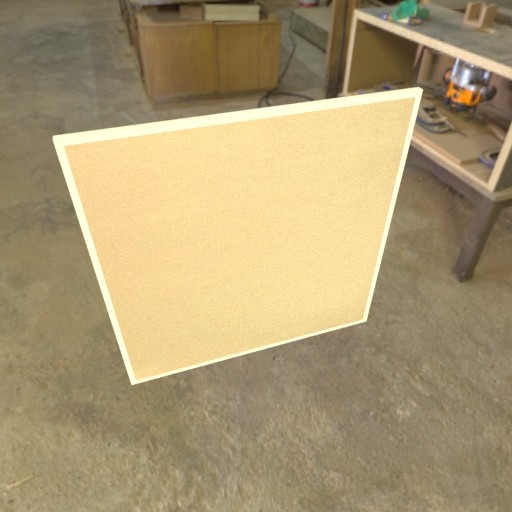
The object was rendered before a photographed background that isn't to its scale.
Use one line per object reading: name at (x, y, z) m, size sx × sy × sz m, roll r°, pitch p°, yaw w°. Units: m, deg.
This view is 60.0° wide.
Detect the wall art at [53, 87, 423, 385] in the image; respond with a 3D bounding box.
wall art at (0.000, 0.000, 0.825) m, size 0.557 × 0.557 × 0.012 m, roll -12°, pitch 42°, yaw -14°
